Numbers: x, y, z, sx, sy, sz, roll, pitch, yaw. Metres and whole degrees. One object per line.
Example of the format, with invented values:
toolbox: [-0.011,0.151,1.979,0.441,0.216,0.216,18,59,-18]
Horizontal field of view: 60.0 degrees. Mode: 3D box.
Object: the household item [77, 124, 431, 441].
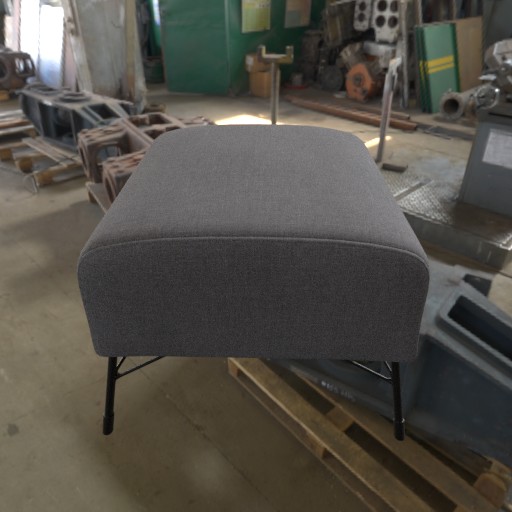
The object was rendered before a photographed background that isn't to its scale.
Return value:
household item: [0.000,0.000,0.879,0.530,0.410,0.530,1,33,1]
